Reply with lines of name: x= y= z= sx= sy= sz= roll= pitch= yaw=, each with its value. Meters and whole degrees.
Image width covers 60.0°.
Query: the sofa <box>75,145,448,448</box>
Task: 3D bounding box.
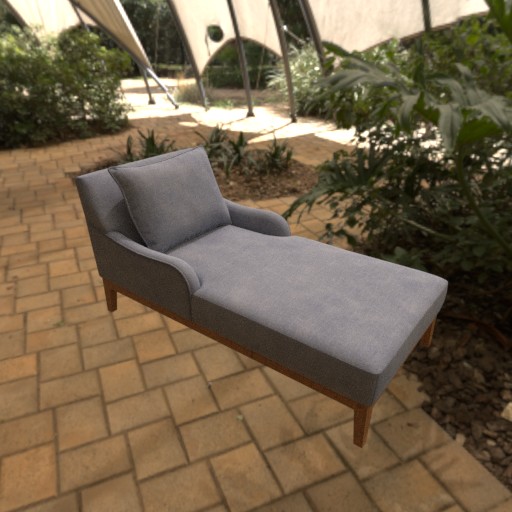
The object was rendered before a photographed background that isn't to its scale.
sofa: x=0.000 y=0.000 z=2.364 sx=1.779 sy=0.883 sz=0.904 roll=19 pitch=32 yaw=33
